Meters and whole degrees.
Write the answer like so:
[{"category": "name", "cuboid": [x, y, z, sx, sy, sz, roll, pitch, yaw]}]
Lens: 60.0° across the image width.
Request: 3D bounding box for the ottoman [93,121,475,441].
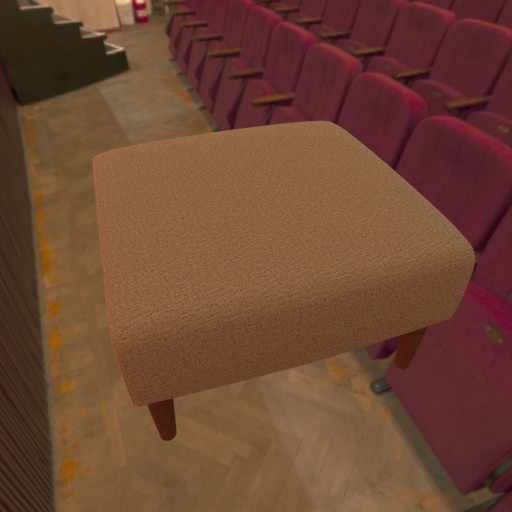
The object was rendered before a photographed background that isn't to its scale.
[{"category": "ottoman", "cuboid": [0.000, 0.000, 1.039, 0.650, 0.398, 0.649, -12, 41, -14]}]
